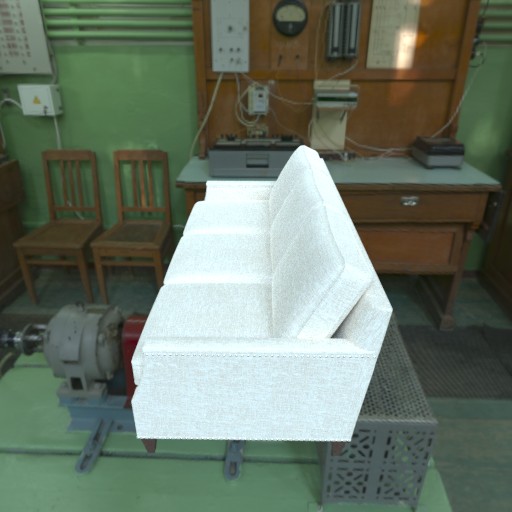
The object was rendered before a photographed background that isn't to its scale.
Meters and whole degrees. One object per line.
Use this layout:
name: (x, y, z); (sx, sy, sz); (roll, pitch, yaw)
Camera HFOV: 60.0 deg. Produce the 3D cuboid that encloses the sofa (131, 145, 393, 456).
sofa: (0.000, 0.000, 2.765); (1.041, 0.940, 2.210); (0, 27, 1)
